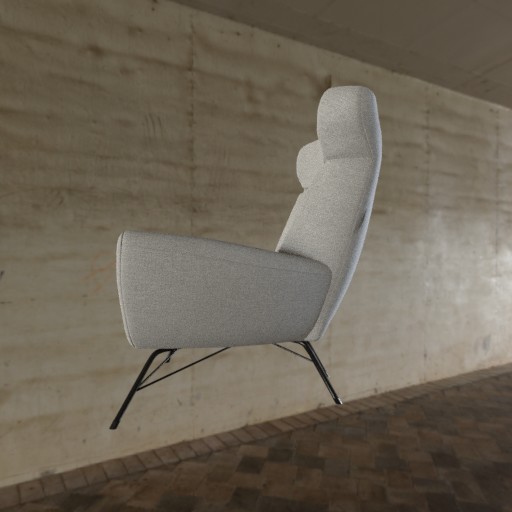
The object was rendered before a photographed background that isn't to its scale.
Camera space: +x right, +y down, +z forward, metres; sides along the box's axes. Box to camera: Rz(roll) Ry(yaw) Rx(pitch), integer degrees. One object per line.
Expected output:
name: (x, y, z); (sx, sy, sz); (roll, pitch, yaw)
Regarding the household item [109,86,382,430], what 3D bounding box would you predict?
household item: (0.000, 0.000, 1.762); (0.900, 1.050, 0.980); (0, 1, 0)
